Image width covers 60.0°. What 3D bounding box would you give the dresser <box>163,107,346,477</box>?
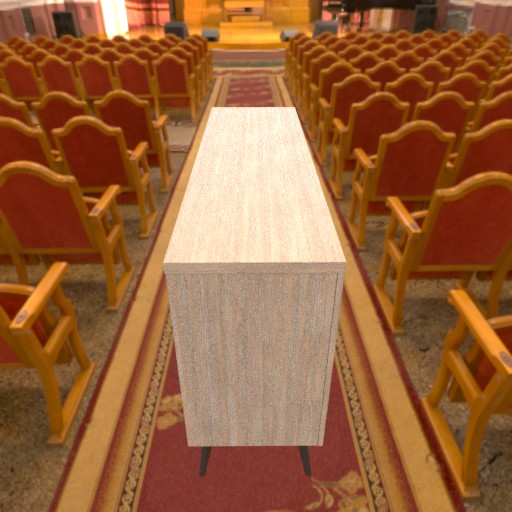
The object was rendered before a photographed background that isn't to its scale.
[{"bbox_3d":[0.000,0.000,1.953,0.457,0.914,1.524,0,32,0],"label":"dresser"}]
